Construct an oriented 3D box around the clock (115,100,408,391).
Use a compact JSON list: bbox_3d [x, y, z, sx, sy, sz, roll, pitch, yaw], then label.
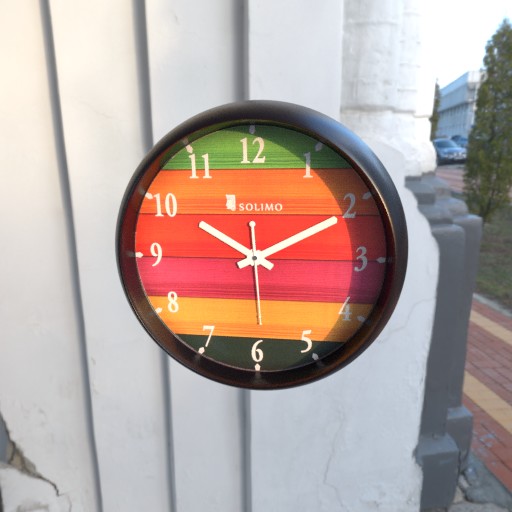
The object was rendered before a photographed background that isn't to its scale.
[{"bbox_3d":[0.000,0.000,0.445,0.300,0.300,0.060,2,15,8],"label":"clock"}]
